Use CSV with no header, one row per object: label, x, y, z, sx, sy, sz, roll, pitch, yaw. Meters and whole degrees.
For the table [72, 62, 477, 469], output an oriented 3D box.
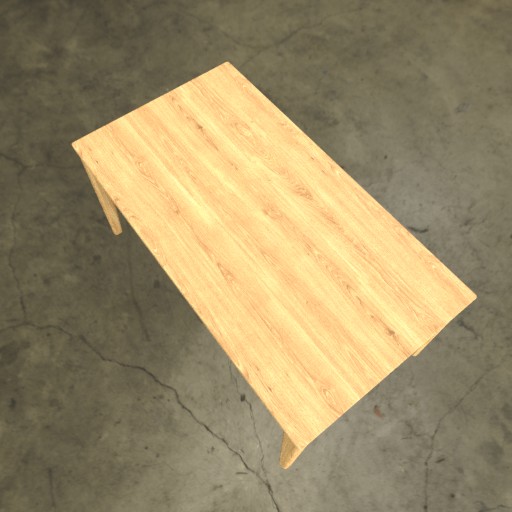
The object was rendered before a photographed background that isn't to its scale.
table,0.000,0.000,2.099,0.900,0.760,1.600,-35,68,-16
